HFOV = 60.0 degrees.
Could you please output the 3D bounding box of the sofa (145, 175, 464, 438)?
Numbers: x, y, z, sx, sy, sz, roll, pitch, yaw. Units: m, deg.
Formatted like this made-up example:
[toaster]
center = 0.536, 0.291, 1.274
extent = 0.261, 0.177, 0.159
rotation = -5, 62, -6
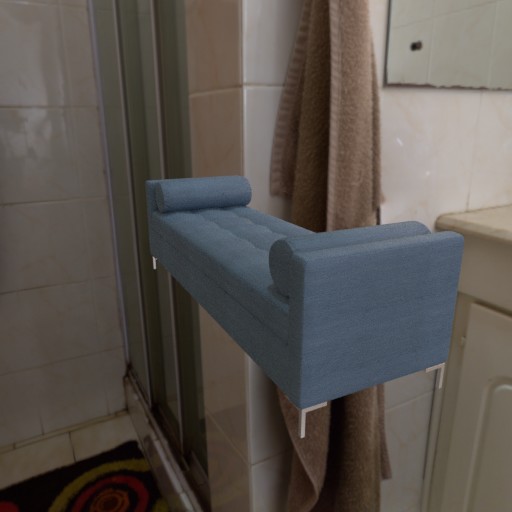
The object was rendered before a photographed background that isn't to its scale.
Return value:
[sofa]
center = 0.000, 0.000, 2.357
extent = 0.686, 0.635, 1.981
rotation = -8, 19, -25
